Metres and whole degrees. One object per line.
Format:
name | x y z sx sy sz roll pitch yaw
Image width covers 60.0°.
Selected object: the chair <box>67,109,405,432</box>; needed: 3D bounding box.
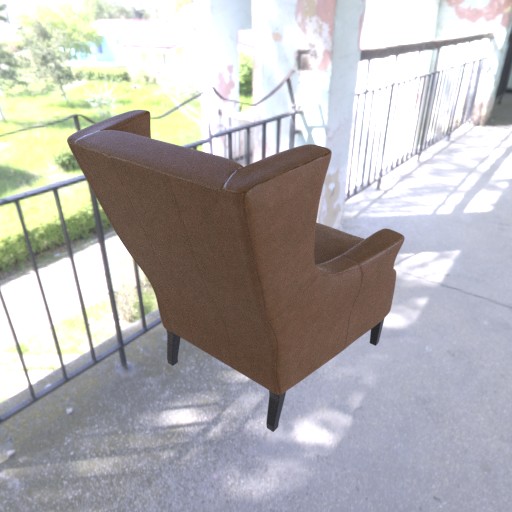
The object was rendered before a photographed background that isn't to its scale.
chair | 0.000 0.000 1.633 0.852 1.016 0.925 22 36 33
